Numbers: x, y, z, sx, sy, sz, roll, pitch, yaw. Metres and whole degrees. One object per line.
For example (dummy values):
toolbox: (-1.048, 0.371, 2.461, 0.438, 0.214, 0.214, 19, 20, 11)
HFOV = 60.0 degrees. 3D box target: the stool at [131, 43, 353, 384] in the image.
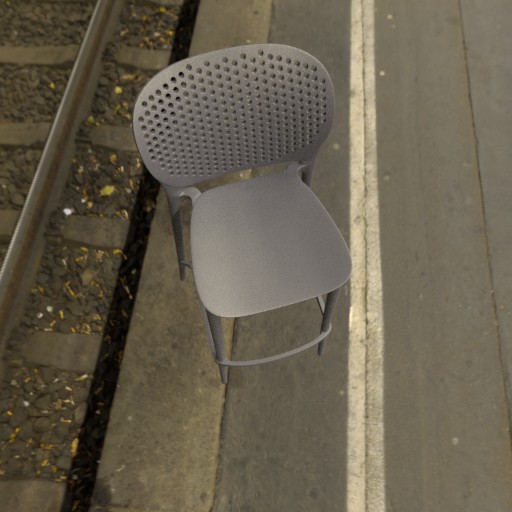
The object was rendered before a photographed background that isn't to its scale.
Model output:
stool: (0.000, 0.000, 1.325, 0.536, 1.045, 0.535, -14, 66, -7)
